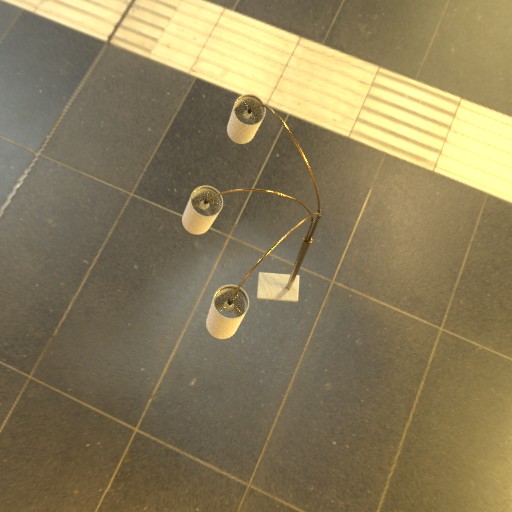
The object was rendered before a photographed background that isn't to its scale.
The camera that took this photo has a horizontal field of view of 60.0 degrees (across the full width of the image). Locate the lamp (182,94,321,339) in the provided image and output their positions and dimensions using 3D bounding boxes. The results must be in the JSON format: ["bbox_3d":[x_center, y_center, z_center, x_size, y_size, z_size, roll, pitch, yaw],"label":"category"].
[{"bbox_3d":[0.000,0.000,2.512,0.667,2.055,1.020,5,76,1],"label":"lamp"}]
